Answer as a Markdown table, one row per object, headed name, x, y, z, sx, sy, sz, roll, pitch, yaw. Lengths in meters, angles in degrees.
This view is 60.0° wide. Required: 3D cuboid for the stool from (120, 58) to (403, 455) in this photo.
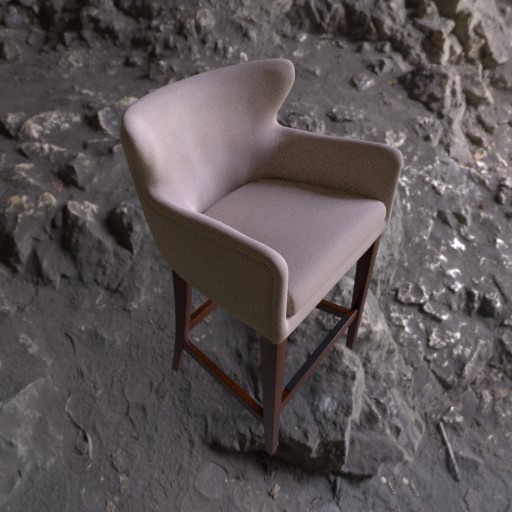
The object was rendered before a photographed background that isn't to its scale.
| name | x | y | z | sx | sy | sz | roll | pitch | yaw |
| --- | --- | --- | --- | --- | --- | --- | --- | --- | --- |
| stool | 0.000 | 0.000 | 1.320 | 0.570 | 0.951 | 0.601 | 26 | 46 | 28 |
